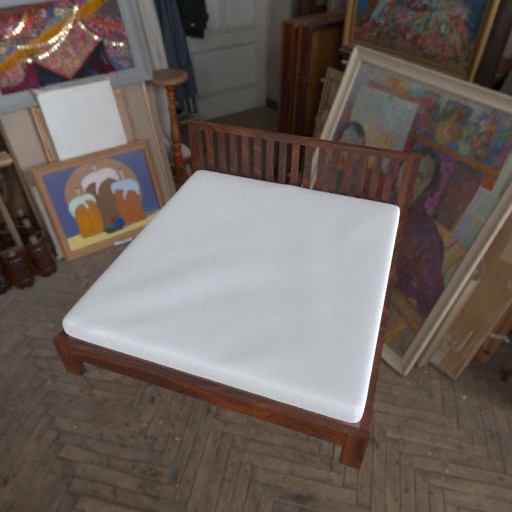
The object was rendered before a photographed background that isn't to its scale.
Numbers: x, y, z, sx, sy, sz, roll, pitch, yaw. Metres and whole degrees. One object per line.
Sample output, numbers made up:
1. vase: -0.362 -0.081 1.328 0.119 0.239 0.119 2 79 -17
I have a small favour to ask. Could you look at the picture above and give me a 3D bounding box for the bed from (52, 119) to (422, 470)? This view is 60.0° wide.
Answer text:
1. bed: 0.000 0.000 3.093 1.905 0.890 2.030 13 42 15
